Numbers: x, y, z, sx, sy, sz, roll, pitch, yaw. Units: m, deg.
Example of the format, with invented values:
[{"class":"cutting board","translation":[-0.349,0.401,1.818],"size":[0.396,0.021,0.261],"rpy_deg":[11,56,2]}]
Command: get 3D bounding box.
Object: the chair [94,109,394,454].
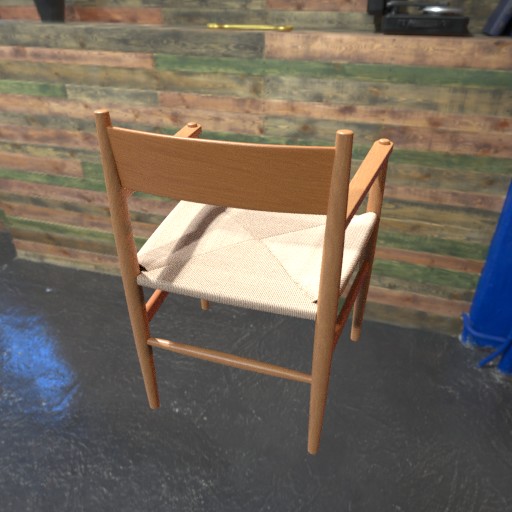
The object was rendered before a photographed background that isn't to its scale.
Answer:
[{"class":"chair","translation":[0.000,0.000,1.091],"size":[0.556,0.762,0.495],"rpy_deg":[10,32,15]}]
